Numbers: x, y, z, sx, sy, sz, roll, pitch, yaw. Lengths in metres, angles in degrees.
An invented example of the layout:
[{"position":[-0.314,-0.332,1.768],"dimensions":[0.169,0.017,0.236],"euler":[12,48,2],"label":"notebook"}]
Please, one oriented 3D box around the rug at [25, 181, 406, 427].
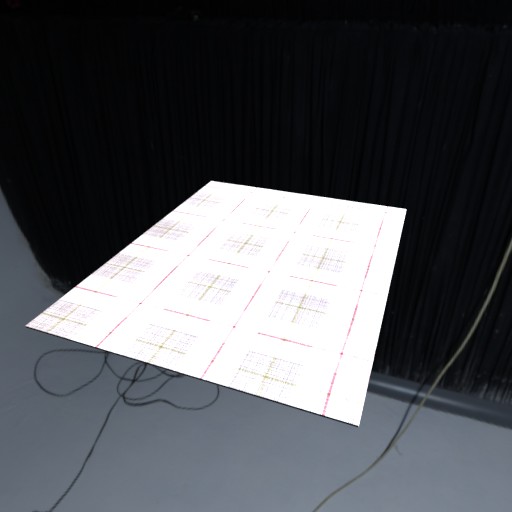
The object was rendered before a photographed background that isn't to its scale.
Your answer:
[{"position":[0.000,0.000,3.928],"dimensions":[2.317,0.016,2.959],"euler":[11,33,18],"label":"rug"}]
